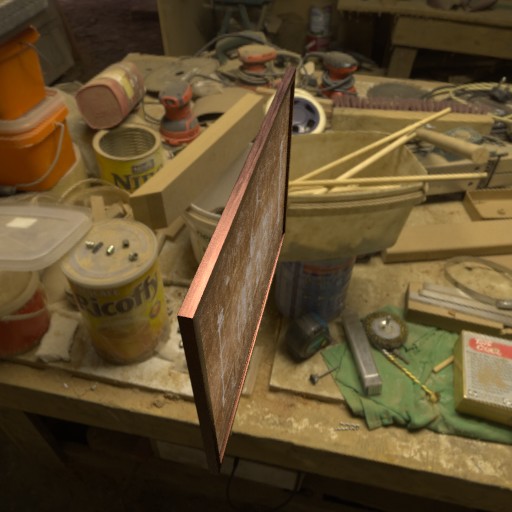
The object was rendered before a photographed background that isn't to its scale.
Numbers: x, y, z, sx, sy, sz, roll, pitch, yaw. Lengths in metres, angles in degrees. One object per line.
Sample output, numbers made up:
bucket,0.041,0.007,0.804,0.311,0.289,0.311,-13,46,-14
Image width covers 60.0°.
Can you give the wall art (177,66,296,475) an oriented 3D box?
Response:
wall art,0.000,0.000,0.559,0.012,0.304,0.431,9,46,9
